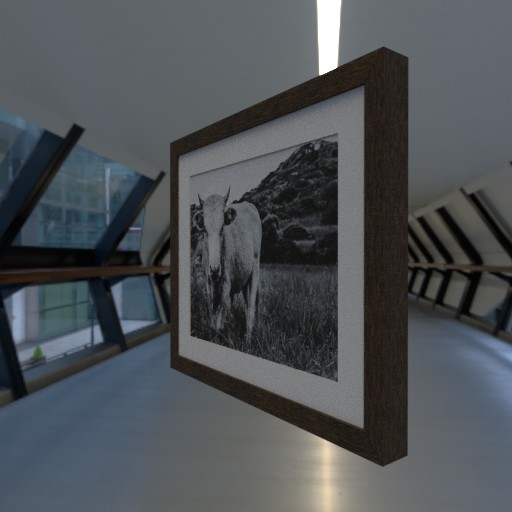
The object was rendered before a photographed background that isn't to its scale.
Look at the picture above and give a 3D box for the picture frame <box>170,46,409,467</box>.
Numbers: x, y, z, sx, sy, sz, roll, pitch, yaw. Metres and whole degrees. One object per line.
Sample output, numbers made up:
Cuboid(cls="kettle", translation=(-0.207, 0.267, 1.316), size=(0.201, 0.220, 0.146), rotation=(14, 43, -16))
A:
Cuboid(cls="picture frame", translation=(0.000, 0.000, 0.509), size=(0.033, 0.330, 0.378), rotation=(0, 0, -37))
